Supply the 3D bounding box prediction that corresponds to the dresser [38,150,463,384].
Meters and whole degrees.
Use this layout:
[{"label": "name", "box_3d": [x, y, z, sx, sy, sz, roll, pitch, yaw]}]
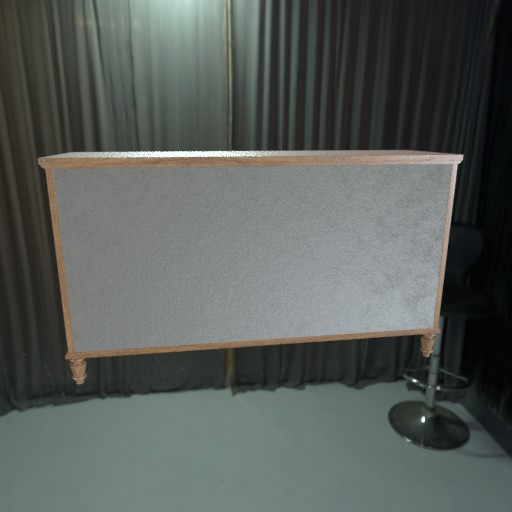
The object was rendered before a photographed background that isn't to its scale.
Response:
[{"label": "dresser", "box_3d": [0.000, 0.000, 1.975, 1.583, 0.892, 0.468, -2, 16, -8]}]
